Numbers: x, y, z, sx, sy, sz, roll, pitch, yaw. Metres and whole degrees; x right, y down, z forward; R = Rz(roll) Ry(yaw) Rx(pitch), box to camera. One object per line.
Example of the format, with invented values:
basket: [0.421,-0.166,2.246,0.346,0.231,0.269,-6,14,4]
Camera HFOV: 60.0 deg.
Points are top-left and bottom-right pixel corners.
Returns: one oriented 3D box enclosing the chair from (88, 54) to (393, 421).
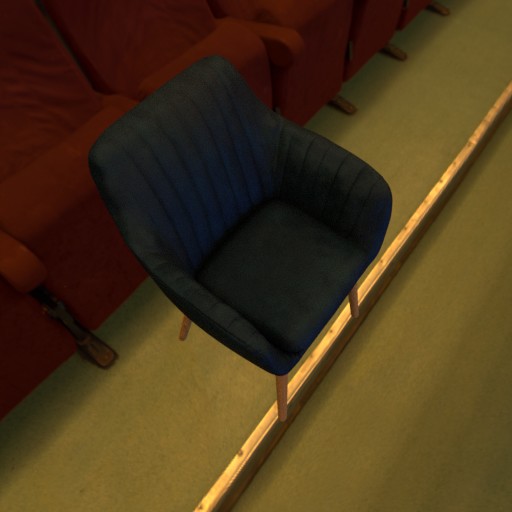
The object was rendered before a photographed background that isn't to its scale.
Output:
chair: [0.000,0.000,1.223,0.573,0.826,0.578,33,64,19]
